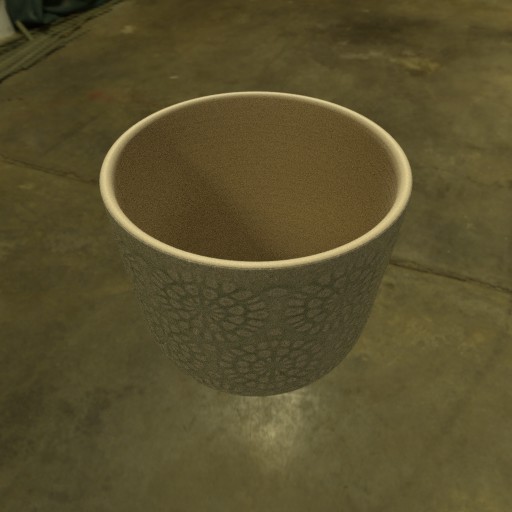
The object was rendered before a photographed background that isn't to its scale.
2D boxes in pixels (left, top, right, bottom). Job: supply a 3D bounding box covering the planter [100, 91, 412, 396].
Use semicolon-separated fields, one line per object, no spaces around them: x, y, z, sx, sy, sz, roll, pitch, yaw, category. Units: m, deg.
0.000;0.000;0.299;0.169;0.153;0.169;0;45;0;planter
